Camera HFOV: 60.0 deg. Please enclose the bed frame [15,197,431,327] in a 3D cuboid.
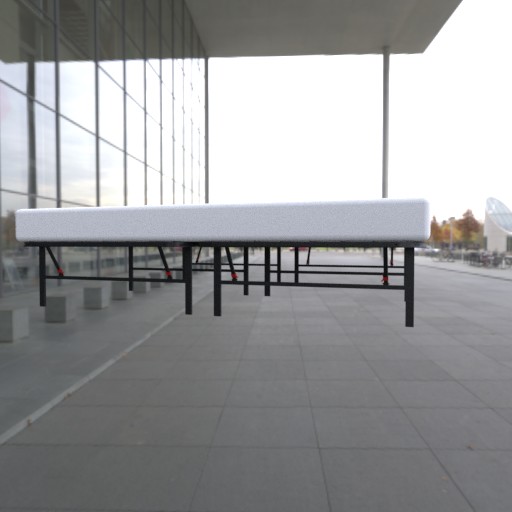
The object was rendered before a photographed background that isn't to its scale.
[{"bbox_3d":[0.000,0.000,2.921,2.033,0.525,1.935,1,2,18],"label":"bed frame"}]
